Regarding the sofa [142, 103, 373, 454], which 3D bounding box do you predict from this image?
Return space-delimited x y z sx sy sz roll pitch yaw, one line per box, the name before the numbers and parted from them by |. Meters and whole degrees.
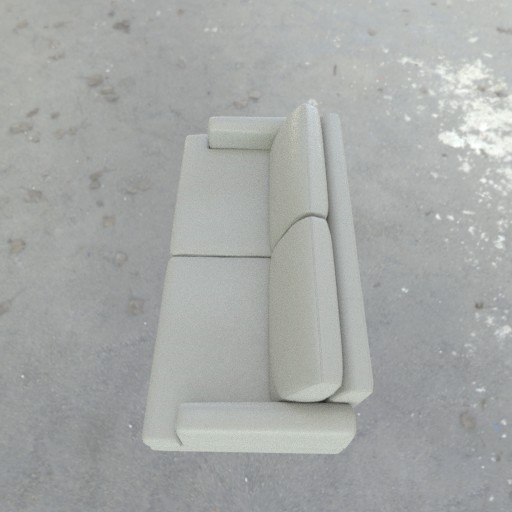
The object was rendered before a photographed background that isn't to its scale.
sofa | 0.000 0.000 2.425 0.974 0.765 1.940 1 57 1
